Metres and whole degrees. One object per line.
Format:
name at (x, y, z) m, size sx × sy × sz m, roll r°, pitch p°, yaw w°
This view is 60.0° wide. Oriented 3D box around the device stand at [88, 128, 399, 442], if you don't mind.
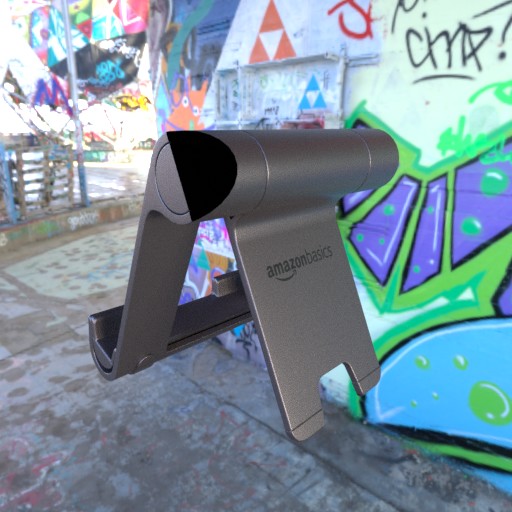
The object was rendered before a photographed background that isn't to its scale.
device stand at (0.000, 0.000, 0.152) m, size 0.079 × 0.084 × 0.088 m, roll 15°, pitch 22°, yaw 42°
